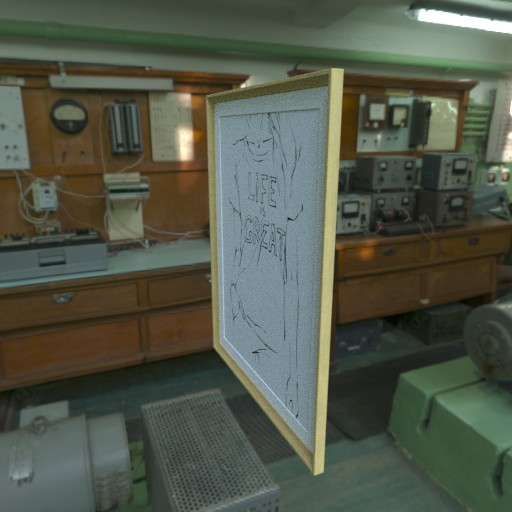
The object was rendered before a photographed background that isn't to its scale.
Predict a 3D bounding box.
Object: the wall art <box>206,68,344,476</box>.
[{"bbox_3d":[0.000,0.000,1.392,0.030,1.002,0.798,-7,17,-24],"label":"wall art"}]
